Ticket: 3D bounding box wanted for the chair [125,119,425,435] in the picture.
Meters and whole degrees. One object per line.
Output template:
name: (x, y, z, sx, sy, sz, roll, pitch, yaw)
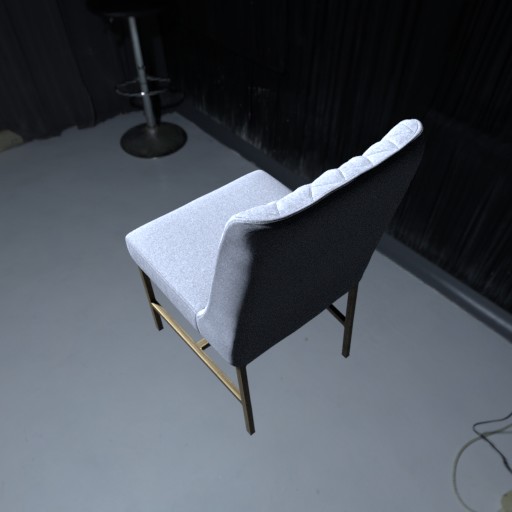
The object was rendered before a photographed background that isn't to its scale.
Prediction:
chair: (0.000, 0.000, 1.213, 0.508, 0.889, 0.587, -31, 55, -25)
